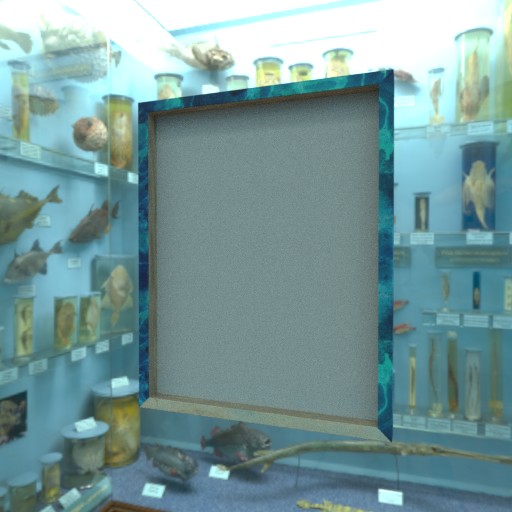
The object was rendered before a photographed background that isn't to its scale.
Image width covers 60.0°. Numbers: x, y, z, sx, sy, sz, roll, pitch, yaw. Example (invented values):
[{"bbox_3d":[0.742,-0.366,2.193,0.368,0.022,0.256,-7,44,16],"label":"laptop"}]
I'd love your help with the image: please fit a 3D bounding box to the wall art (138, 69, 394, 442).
[{"bbox_3d":[0.000,0.000,0.857,0.508,0.635,0.038,0,1,20],"label":"wall art"}]
